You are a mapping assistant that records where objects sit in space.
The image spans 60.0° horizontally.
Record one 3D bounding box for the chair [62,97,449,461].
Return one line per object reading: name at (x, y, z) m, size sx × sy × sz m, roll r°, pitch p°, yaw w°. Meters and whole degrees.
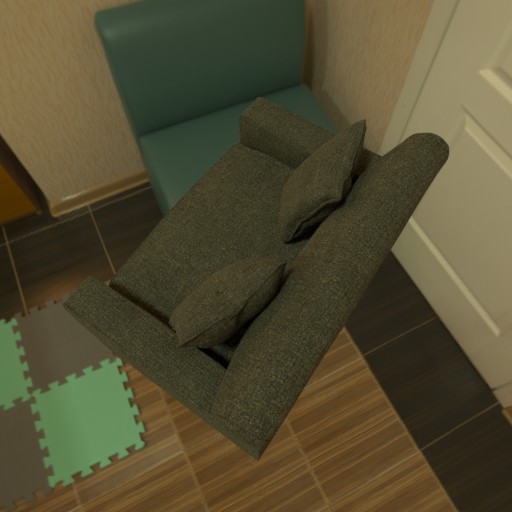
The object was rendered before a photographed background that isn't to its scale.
chair at (0.000, 0.000, 2.012) m, size 1.000 × 0.948 × 1.383 m, roll 31°, pitch 67°, yaw 15°
